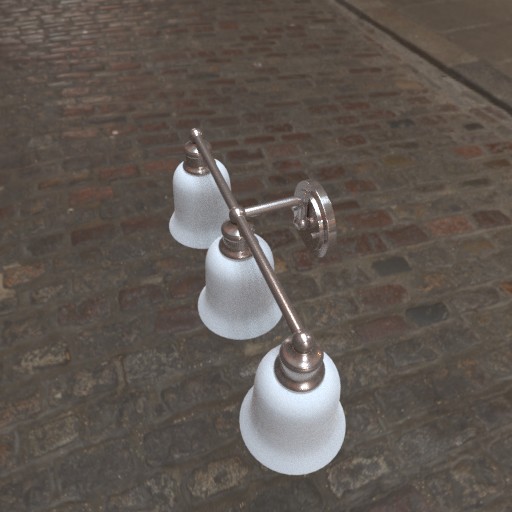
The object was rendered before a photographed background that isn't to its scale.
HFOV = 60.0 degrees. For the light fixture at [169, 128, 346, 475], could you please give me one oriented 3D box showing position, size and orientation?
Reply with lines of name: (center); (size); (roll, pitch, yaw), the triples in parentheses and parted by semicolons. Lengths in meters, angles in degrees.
light fixture: (0.000, 0.000, 0.675); (0.198, 0.211, 0.570); (-15, 48, -14)
